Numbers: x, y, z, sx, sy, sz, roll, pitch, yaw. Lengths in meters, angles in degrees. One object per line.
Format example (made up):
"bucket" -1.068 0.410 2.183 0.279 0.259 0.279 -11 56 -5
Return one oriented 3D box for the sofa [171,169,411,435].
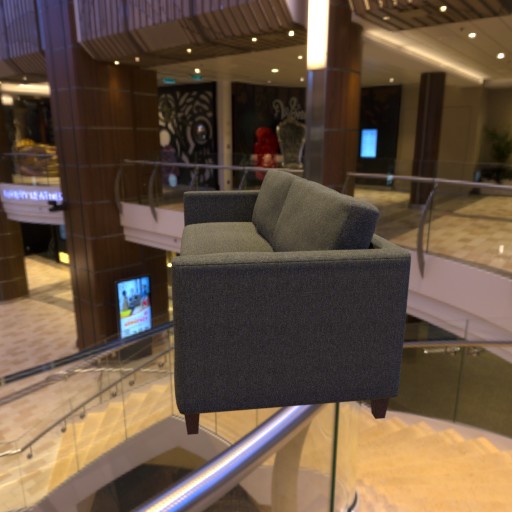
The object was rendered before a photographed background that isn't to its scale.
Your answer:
"sofa" 0.000 0.000 2.752 0.948 0.965 2.208 -2 15 -8
